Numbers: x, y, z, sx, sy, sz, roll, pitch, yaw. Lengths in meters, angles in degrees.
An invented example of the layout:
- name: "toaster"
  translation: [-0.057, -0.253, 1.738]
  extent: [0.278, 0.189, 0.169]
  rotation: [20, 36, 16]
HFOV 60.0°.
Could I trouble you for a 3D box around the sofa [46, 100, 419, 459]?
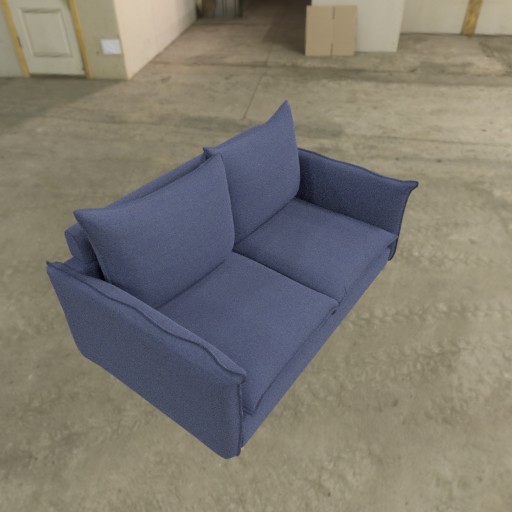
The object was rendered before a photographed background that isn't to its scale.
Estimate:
- name: "sofa"
  translation: [0.000, 0.000, 1.798]
  extent: [0.820, 0.840, 1.300]
  rotation: [25, 45, 27]
